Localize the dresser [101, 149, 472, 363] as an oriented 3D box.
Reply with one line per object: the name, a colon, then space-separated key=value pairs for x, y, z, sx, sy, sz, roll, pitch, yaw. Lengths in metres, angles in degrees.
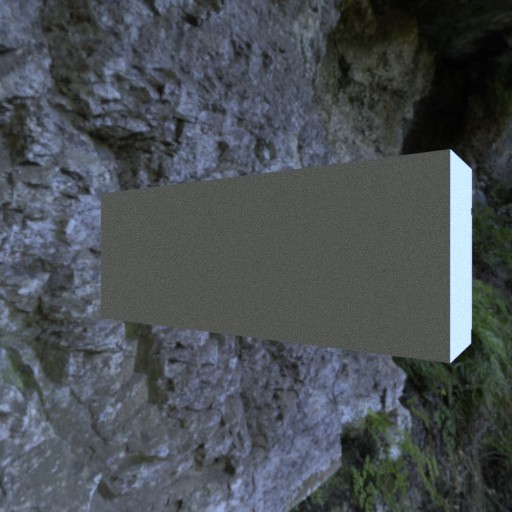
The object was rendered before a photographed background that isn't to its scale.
dresser: x=0.000 y=0.000 z=2.571 sx=2.200 sy=0.840 sz=0.500 roll=0 pitch=0 yaw=35
